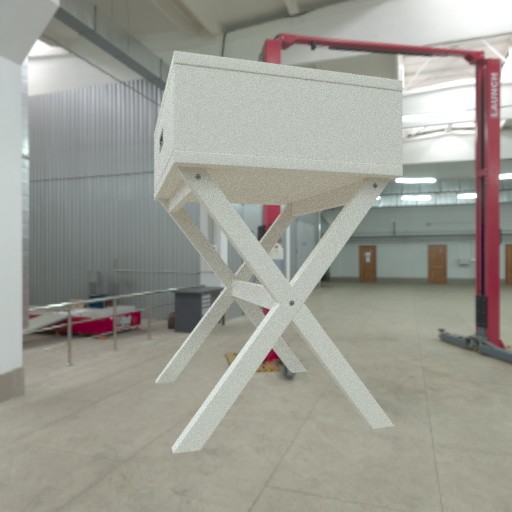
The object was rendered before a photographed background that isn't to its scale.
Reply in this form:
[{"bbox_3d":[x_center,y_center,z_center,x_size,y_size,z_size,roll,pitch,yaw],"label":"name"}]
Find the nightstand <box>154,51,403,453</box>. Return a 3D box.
[{"bbox_3d":[0.000,0.000,0.958,0.402,0.623,0.479,0,0,-17],"label":"nightstand"}]
